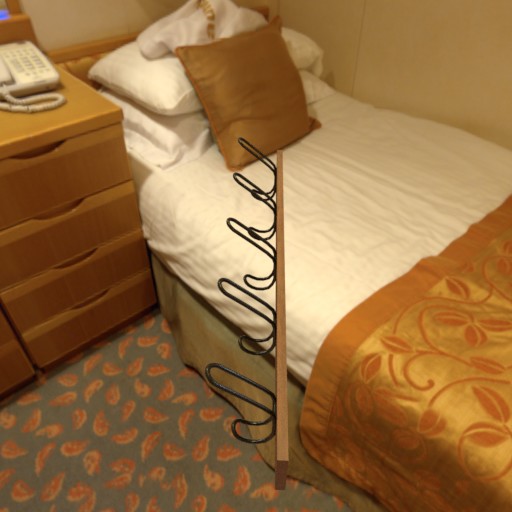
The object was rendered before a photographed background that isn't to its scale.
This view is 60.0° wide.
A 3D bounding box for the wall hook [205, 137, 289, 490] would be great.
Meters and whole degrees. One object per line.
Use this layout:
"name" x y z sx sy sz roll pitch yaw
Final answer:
"wall hook" 0.000 0.000 0.598 0.076 0.116 0.554 1 42 2
